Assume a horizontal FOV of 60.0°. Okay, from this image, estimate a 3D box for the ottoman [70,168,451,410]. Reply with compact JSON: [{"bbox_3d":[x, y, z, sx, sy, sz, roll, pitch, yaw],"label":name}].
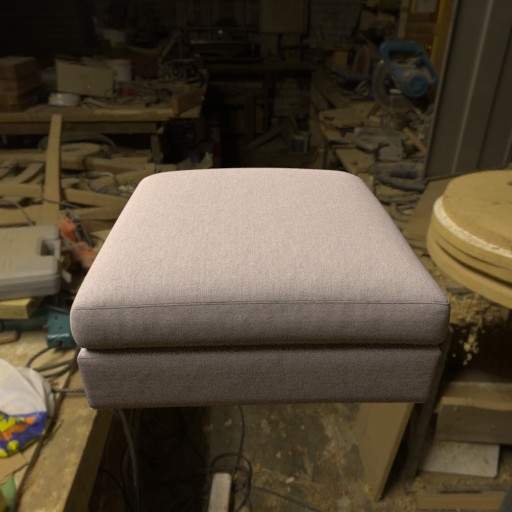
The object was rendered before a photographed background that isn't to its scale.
[{"bbox_3d":[0.000,0.000,1.652,1.041,0.470,1.041,-1,30,-1],"label":"ottoman"}]
